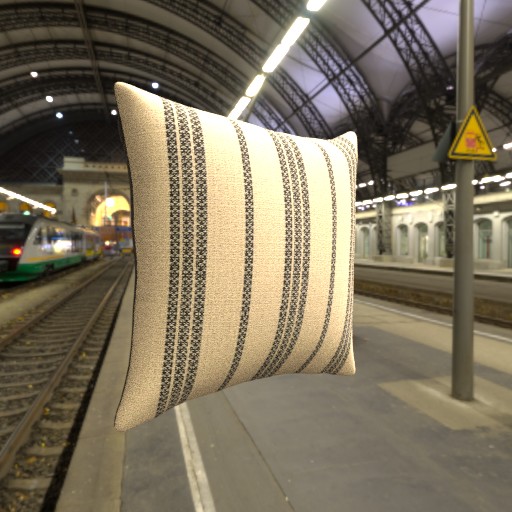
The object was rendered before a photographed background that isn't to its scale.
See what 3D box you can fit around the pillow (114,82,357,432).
[{"bbox_3d":[0.000,0.000,0.627,0.405,0.406,0.173,-1,2,-36],"label":"pillow"}]
